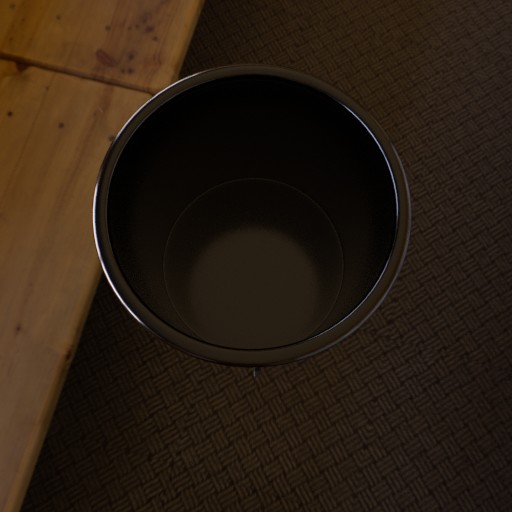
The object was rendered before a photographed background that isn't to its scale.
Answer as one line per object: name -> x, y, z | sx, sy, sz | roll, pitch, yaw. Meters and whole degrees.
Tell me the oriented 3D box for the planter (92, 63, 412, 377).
planter -> 0.000, 0.000, 0.622 | 0.310, 0.432, 0.310 | -16, 77, -4
